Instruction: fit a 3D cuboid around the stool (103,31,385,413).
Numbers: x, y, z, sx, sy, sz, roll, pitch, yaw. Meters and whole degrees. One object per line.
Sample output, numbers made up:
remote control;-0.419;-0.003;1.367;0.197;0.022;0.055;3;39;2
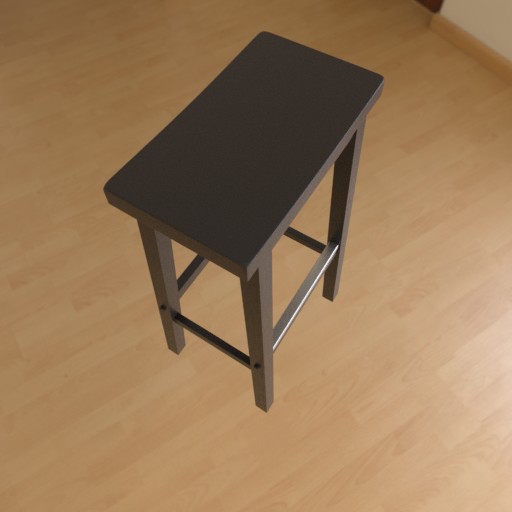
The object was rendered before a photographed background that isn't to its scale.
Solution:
stool;0.000;0.000;0.960;0.322;0.742;0.406;29;64;16
